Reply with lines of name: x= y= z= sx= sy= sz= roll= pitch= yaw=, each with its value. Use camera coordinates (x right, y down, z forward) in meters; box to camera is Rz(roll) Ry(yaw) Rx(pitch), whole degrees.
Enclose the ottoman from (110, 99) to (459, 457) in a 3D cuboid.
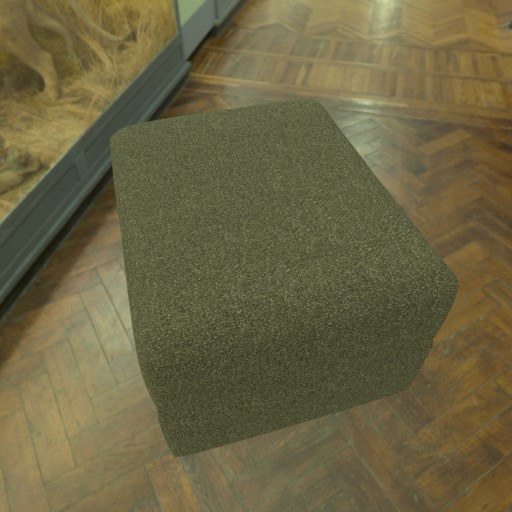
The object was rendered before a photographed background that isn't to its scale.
ottoman: x=0.000 y=0.000 z=1.104 sx=0.598 sy=0.476 sz=0.742 roll=-12 pitch=49 yaw=-11
